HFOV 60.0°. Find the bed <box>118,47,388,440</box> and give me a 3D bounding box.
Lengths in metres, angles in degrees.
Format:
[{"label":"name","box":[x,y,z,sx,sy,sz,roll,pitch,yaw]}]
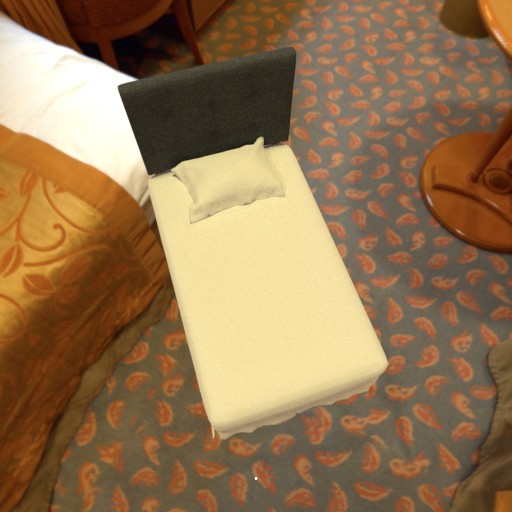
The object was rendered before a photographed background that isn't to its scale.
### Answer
[{"label":"bed","box":[0.000,0.000,3.019,1.261,1.571,1.997,-16,64,-8]}]
